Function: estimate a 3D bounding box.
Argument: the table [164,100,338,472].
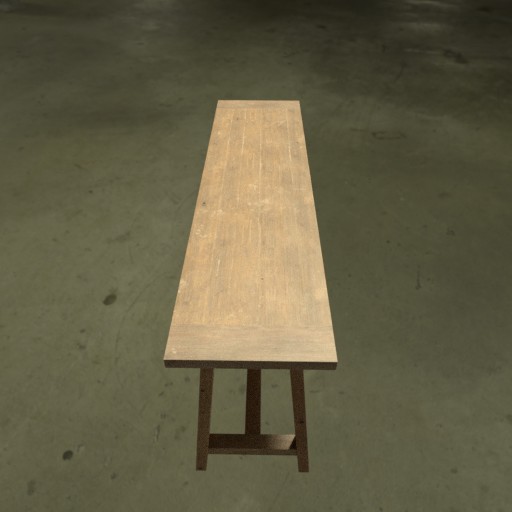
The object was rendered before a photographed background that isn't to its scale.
[{"bbox_3d":[0.000,0.000,2.127,0.465,0.810,1.800,1,41,1],"label":"table"}]
